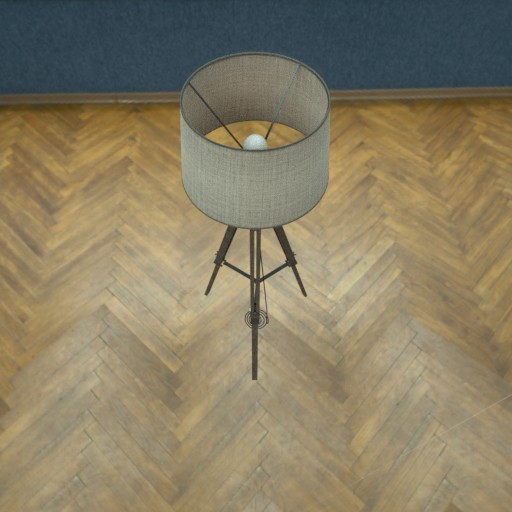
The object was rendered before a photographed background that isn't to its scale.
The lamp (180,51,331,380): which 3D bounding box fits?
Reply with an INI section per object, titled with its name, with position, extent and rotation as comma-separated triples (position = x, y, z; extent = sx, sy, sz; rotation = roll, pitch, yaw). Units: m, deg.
[lamp]
position = 0.000, 0.000, 1.850
extent = 0.604, 1.510, 0.587
rotation = 0, 58, 0
